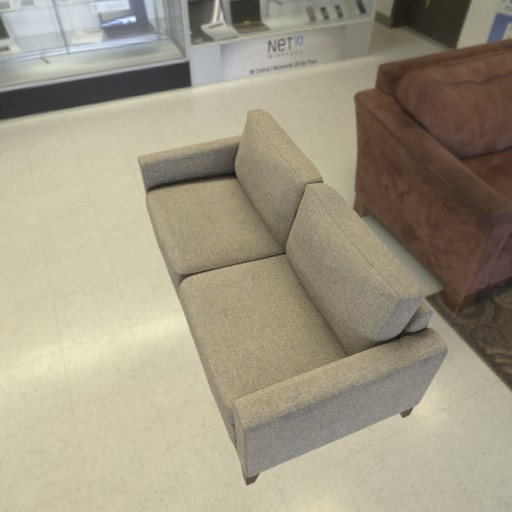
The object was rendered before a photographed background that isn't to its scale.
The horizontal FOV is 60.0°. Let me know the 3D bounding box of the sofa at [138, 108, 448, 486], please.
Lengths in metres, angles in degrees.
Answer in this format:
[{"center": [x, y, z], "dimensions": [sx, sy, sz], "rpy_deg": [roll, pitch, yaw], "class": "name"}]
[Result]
[{"center": [0.000, 0.000, 2.491], "dimensions": [0.969, 0.892, 1.978], "rpy_deg": [-16, 48, -15], "class": "sofa"}]
